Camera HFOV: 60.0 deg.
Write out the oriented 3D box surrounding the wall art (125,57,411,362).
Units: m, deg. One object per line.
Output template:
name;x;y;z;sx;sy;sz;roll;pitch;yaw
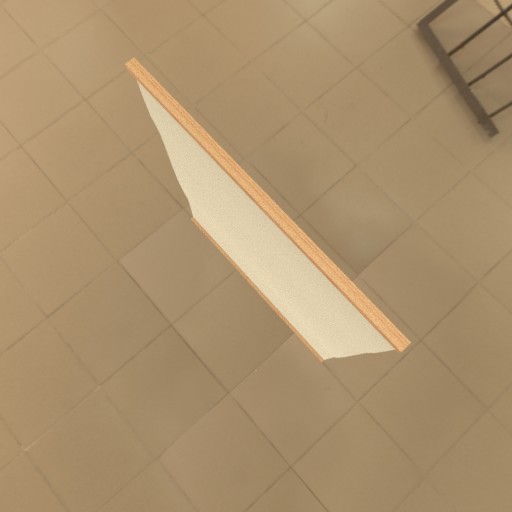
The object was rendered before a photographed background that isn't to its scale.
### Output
wall art;0.000;0.000;0.684;0.013;0.508;0.406;-41;79;-10
